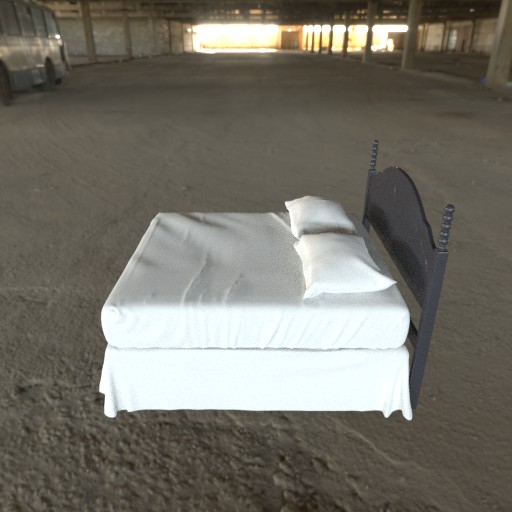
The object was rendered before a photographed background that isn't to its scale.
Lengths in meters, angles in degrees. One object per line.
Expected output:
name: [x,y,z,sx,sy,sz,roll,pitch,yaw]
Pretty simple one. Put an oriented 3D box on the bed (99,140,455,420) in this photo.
bed: [0.000,0.000,3.242,2.040,1.356,1.873,0,26,0]
